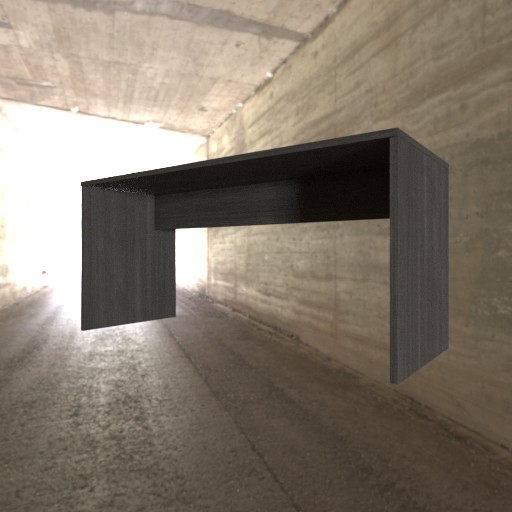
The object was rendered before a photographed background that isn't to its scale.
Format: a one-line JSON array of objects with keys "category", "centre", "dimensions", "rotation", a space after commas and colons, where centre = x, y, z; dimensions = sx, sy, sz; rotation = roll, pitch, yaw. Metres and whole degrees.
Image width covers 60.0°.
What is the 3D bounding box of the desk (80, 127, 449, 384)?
[{"category": "desk", "centre": [0.000, 0.000, 2.084], "dimensions": [1.600, 0.750, 0.802], "rotation": [0, 0, 36]}]
